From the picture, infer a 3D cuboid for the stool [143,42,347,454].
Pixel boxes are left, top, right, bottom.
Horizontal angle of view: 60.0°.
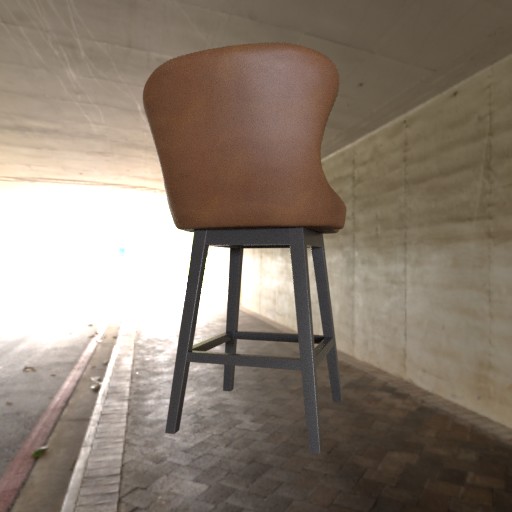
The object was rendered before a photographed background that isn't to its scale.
[{"bbox_3d":[0.000,0.000,1.294,0.528,0.971,0.593,0,-1,18],"label":"stool"}]
